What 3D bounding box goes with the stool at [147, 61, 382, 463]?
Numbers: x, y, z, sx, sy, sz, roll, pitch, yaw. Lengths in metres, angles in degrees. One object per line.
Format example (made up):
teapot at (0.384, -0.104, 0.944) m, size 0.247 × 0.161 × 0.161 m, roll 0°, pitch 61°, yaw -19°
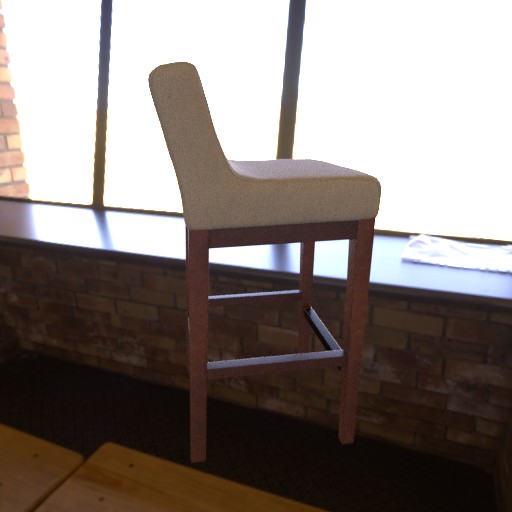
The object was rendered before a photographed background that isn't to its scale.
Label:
stool at (0.000, 0.000, 1.221) m, size 0.500 × 0.937 × 0.511 m, roll -3°, pitch 17°, yaw -9°
